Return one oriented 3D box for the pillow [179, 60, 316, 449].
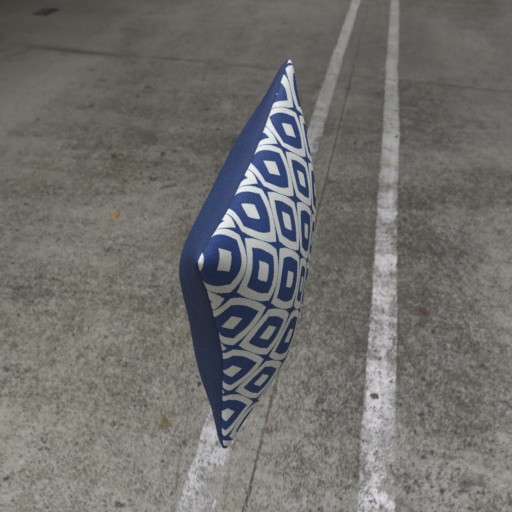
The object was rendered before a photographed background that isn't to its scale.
[{"bbox_3d":[0.000,0.000,0.790,0.188,0.494,0.504,10,47,9],"label":"pillow"}]
